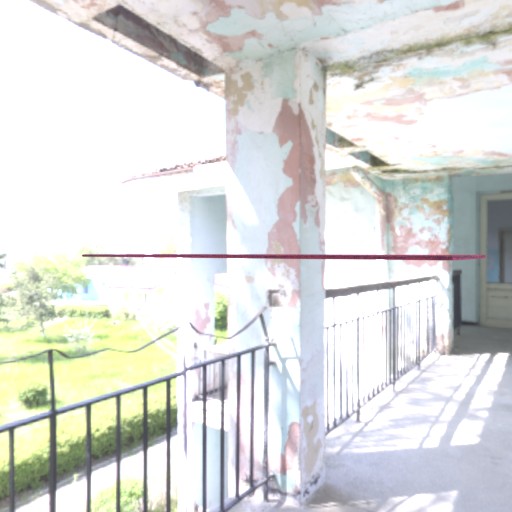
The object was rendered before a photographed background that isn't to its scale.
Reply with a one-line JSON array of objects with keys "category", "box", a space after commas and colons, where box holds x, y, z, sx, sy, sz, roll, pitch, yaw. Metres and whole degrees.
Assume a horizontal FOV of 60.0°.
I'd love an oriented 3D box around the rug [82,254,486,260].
[{"category": "rug", "box": [0.000, 0.000, 2.743, 2.439, 0.018, 0.813, 0, 1, 35]}]
